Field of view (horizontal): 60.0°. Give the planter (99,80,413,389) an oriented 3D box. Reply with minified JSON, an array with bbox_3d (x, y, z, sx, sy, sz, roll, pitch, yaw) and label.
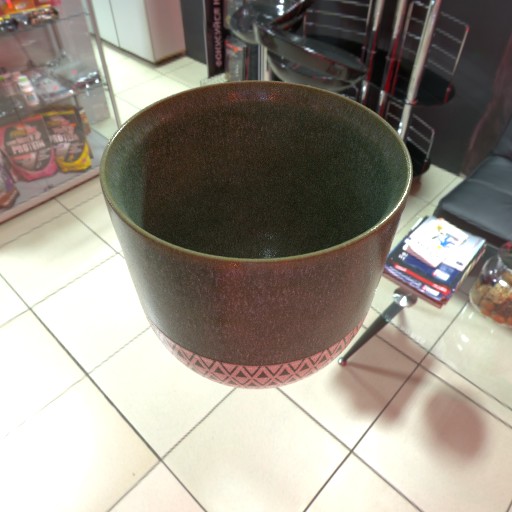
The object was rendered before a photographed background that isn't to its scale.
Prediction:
[{"bbox_3d":[0.000,0.000,0.483,0.266,0.270,0.266,0,47,0],"label":"planter"}]
